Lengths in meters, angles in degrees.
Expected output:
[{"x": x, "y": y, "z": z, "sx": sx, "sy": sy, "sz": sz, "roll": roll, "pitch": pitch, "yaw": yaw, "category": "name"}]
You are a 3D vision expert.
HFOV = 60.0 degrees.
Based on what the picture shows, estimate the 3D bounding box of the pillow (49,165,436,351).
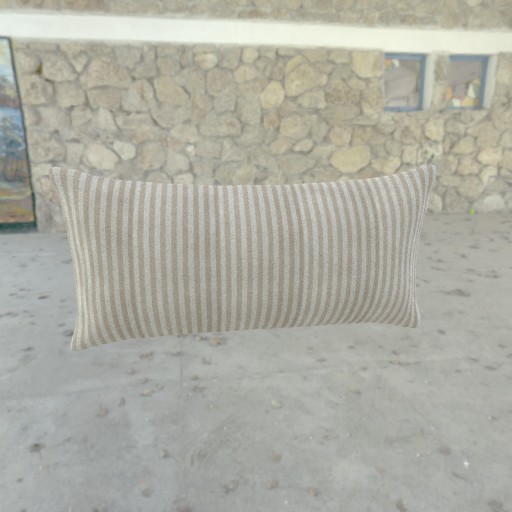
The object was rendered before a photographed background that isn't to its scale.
[{"x": 0.000, "y": 0.000, "z": 0.735, "sx": 0.617, "sy": 0.295, "sz": 0.151, "roll": -2, "pitch": 14, "yaw": -9, "category": "pillow"}]
